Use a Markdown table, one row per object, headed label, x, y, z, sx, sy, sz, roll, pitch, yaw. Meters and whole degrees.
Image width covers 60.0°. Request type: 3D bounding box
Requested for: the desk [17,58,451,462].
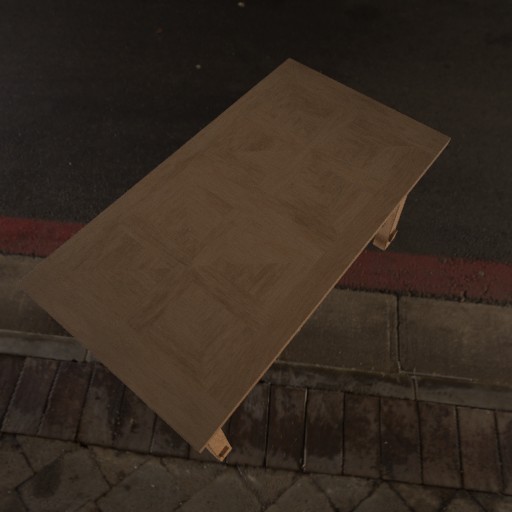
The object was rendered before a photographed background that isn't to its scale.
| label | x | y | z | sx | sy | sz | roll | pitch | yaw |
| --- | --- | --- | --- | --- | --- | --- | --- | --- | --- |
| desk | 0.000 | 0.000 | 1.949 | 0.813 | 0.762 | 1.499 | 35 | 65 | 19 |
